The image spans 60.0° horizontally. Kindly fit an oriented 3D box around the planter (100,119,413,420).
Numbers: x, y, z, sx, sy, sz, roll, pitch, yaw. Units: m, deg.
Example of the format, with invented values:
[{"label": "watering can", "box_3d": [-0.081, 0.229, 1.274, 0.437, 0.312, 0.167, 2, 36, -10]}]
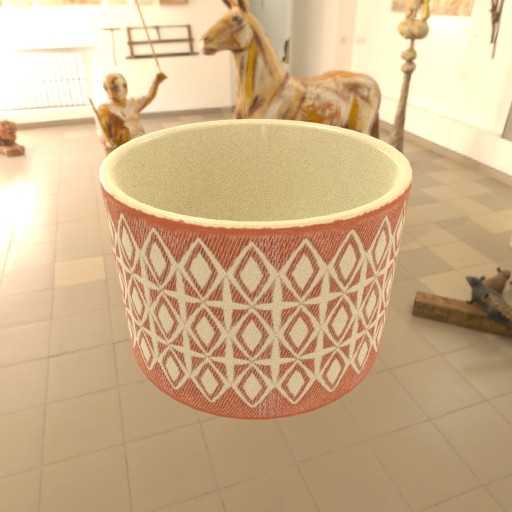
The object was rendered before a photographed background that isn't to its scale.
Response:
[{"label": "planter", "box_3d": [0.000, 0.000, 0.321, 0.192, 0.148, 0.192, 0, 31, 0]}]
